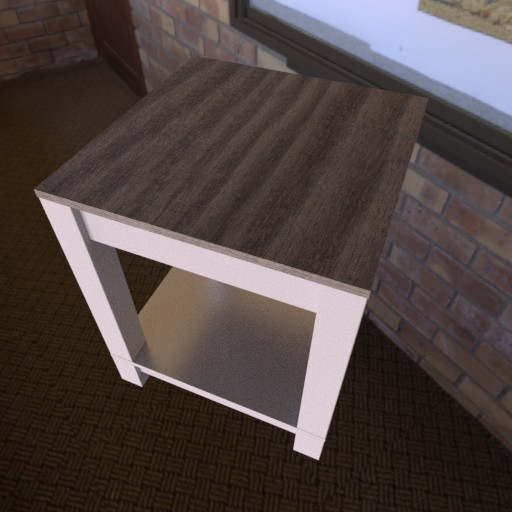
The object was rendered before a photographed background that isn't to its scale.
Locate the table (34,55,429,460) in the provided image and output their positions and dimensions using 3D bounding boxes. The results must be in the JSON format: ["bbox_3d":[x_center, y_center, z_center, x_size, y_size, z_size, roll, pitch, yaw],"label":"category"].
[{"bbox_3d":[0.000,0.000,0.966,0.504,0.587,0.506,17,49,15],"label":"table"}]
